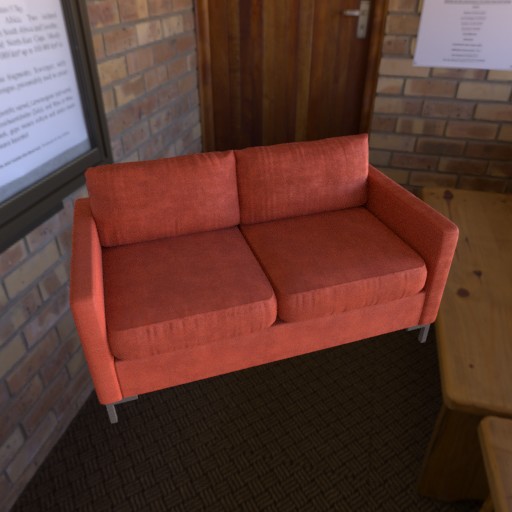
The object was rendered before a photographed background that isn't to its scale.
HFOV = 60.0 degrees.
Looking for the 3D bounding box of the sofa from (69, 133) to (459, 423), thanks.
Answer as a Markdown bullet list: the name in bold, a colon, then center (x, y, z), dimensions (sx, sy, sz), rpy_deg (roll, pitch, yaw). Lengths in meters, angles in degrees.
- **sofa**: center (0.000, 0.000, 2.111), dimensions (1.574, 0.896, 0.864), rpy_deg (-10, 34, -15)
